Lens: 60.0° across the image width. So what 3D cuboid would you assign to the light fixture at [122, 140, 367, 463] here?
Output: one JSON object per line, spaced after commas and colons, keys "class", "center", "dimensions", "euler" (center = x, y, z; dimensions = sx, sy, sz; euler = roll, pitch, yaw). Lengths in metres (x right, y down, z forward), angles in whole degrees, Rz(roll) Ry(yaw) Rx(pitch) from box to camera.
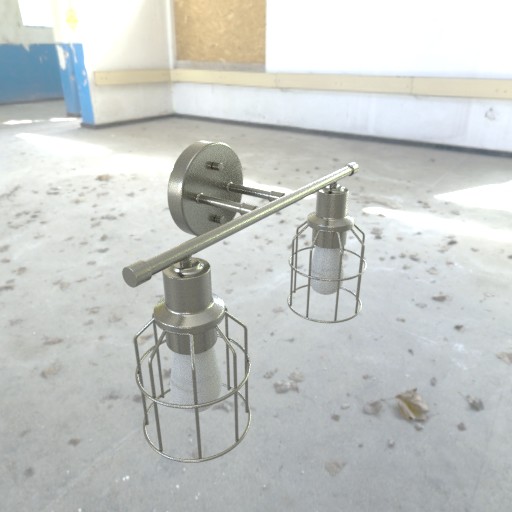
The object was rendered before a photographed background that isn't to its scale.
{"class": "light fixture", "center": [0.000, 0.000, 0.531], "dimensions": [0.165, 0.254, 0.406], "euler": [17, 30, 32]}
